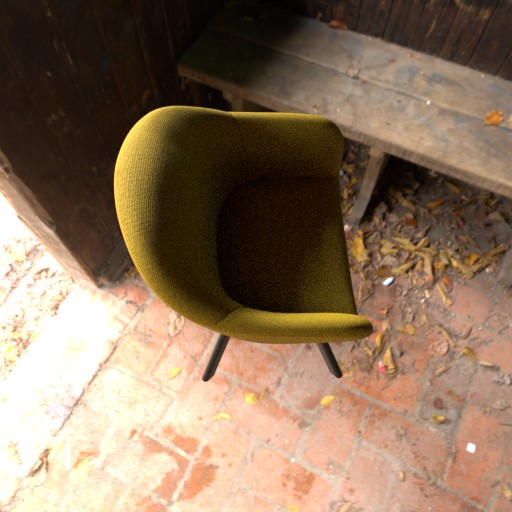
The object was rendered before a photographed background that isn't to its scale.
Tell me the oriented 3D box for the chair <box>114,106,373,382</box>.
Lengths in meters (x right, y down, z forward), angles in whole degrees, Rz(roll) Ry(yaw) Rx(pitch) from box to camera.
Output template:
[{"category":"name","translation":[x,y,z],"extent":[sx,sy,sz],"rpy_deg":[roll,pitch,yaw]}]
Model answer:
[{"category":"chair","translation":[0.000,0.000,1.197],"extent":[0.550,0.795,0.590],"rpy_deg":[-1,62,-1]}]
